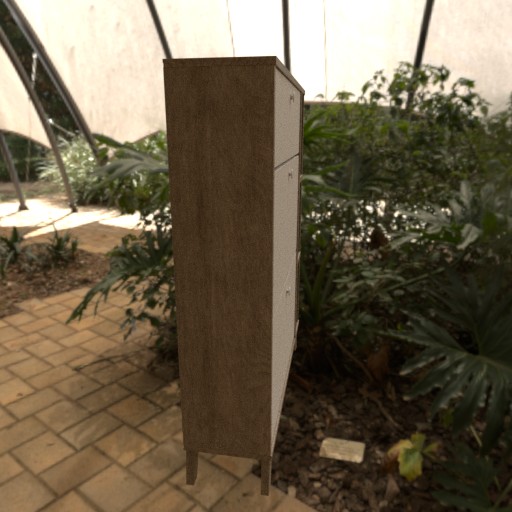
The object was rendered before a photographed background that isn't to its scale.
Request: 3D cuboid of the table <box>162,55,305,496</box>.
[{"bbox_3d":[0.000,0.000,1.528,0.256,1.135,0.902,3,16,10],"label":"table"}]
